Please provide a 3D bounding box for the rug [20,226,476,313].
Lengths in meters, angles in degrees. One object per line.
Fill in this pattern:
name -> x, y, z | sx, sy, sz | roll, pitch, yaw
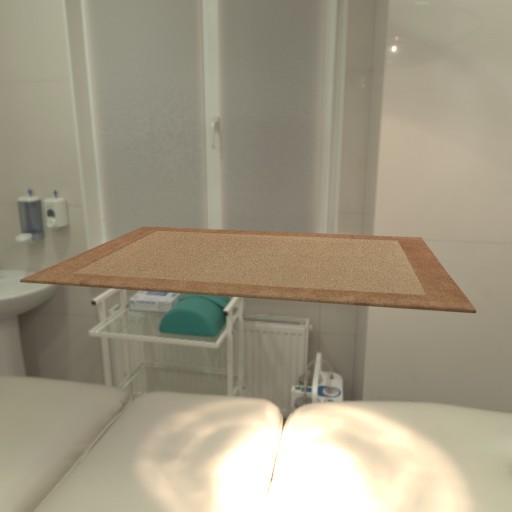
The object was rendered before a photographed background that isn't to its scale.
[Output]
rug -> 0.000, 0.000, 2.310 | 1.829, 0.014, 1.219 | 3, 15, 11
